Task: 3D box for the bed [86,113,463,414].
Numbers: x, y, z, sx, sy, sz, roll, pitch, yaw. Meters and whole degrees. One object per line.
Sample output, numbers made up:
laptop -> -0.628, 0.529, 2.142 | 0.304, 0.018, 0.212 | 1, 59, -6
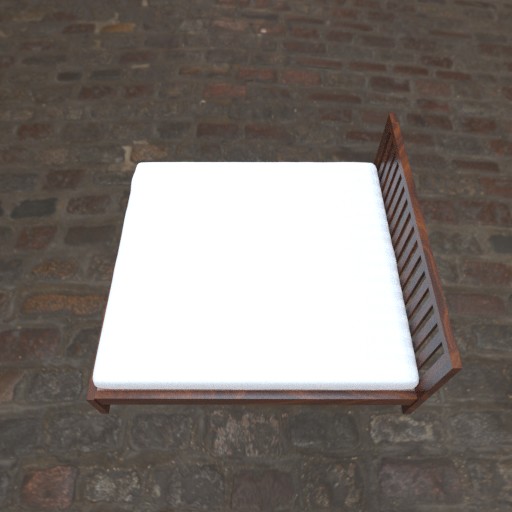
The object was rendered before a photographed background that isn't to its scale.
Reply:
bed -> 0.000, 0.000, 3.071 | 2.030, 0.890, 1.905 | 0, 56, 0
